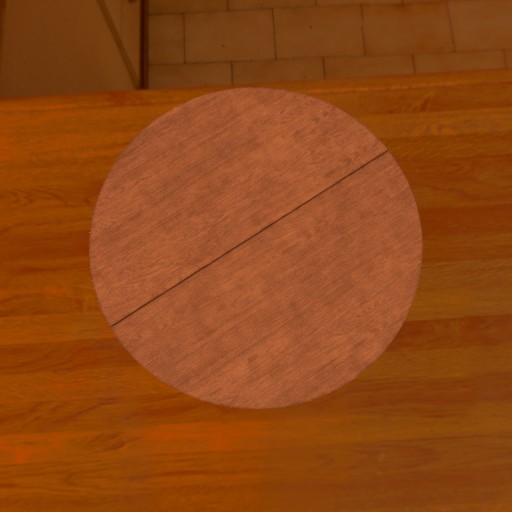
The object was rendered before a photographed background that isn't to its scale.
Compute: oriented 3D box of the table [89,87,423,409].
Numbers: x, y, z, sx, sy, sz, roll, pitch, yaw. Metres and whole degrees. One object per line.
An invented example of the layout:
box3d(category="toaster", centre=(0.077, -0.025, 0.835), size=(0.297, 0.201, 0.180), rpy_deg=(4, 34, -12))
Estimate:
box3d(category="table", centre=(0.000, 0.000, 2.193), size=(1.363, 0.781, 1.363), rpy_deg=(0, 77, 0))
